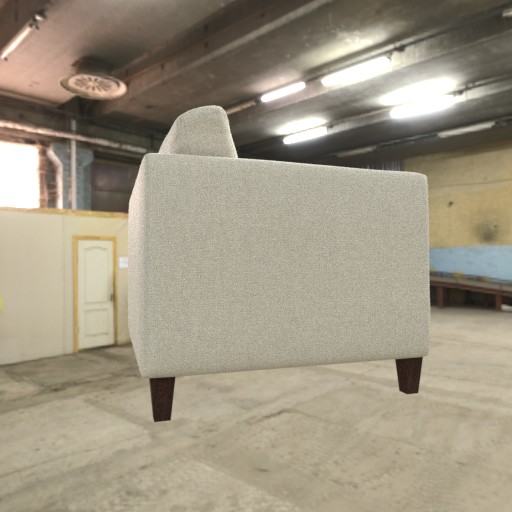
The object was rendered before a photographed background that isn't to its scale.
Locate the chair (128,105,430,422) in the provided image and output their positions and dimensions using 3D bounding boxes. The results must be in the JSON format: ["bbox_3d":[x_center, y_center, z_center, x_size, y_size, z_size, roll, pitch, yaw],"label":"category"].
[{"bbox_3d":[0.000,0.000,1.769,0.959,0.919,0.996,0,-1,-18],"label":"chair"}]
